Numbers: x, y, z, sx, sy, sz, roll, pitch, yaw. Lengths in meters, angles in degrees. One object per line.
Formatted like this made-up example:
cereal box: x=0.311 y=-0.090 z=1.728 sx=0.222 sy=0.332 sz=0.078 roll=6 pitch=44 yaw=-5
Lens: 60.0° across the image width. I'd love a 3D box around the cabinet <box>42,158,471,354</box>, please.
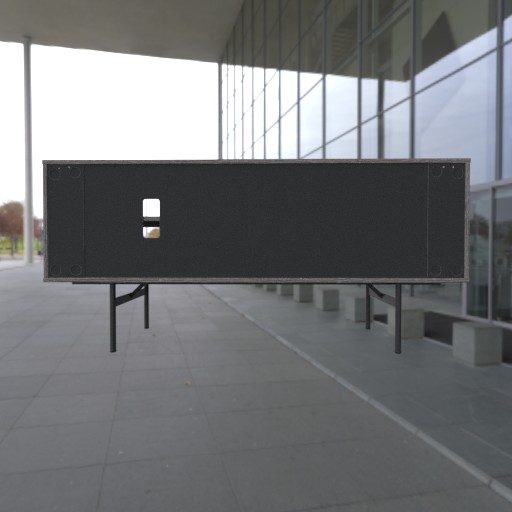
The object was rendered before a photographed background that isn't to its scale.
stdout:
cabinet: x=0.000 y=0.000 z=1.600 sx=1.300 sy=0.599 sz=0.500 roll=0 pitch=1 yaw=1
